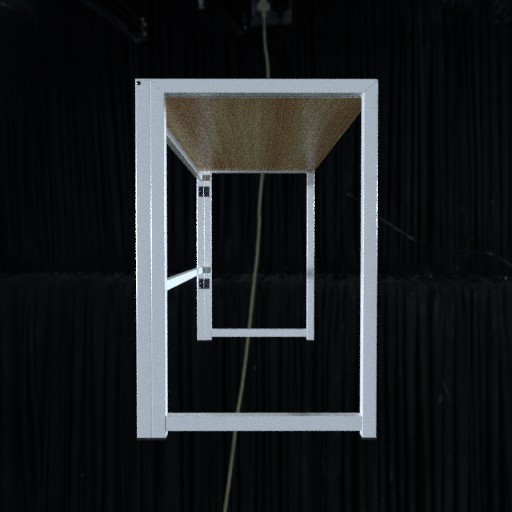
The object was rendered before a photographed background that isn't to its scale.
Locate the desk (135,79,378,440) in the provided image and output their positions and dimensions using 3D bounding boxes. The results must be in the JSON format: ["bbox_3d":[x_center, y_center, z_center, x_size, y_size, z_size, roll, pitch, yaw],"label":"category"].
[{"bbox_3d":[0.000,0.000,1.440,0.508,0.762,1.016,0,1,0],"label":"desk"}]
